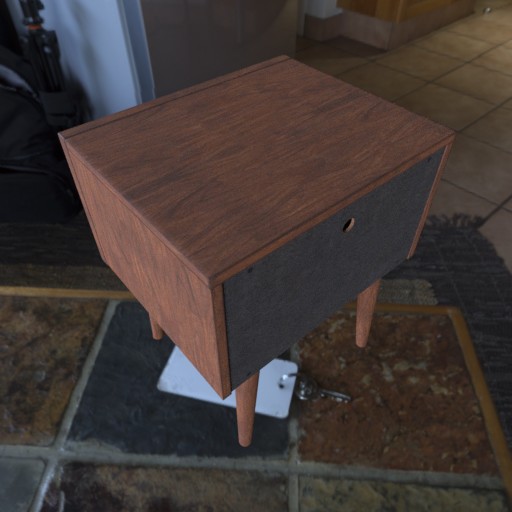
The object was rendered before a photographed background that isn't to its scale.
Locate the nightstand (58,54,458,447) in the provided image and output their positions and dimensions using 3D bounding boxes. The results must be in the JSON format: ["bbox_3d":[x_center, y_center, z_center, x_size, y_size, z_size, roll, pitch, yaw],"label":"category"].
[{"bbox_3d":[0.000,0.000,0.967,0.521,0.607,0.445,-31,53,-27],"label":"nightstand"}]
